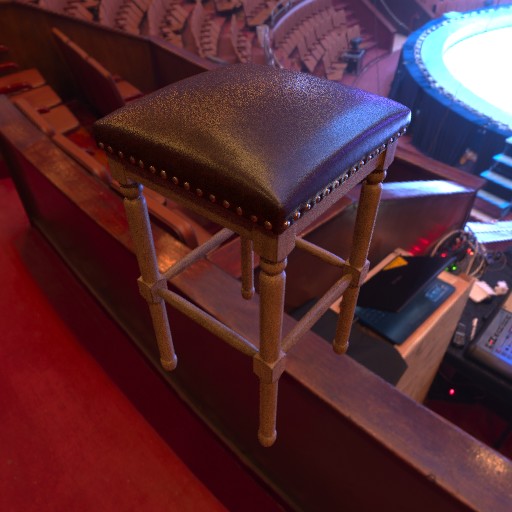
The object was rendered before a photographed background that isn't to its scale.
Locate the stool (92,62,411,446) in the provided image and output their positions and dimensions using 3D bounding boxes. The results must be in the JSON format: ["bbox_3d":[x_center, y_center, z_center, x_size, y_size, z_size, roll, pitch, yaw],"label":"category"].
[{"bbox_3d":[0.000,0.000,0.926,0.382,0.702,0.383,28,48,28],"label":"stool"}]
